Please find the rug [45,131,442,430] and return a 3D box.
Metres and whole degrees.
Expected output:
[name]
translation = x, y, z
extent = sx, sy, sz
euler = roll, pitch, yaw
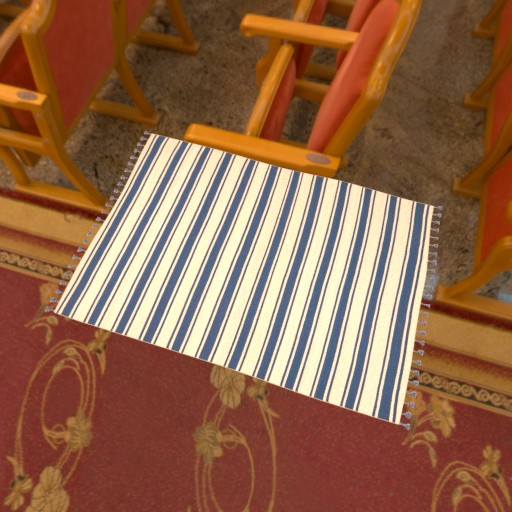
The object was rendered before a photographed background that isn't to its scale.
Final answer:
[rug]
translation = 0.000, 0.000, 2.951
extent = 2.315, 0.010, 1.544
euler = 16, 65, 8
